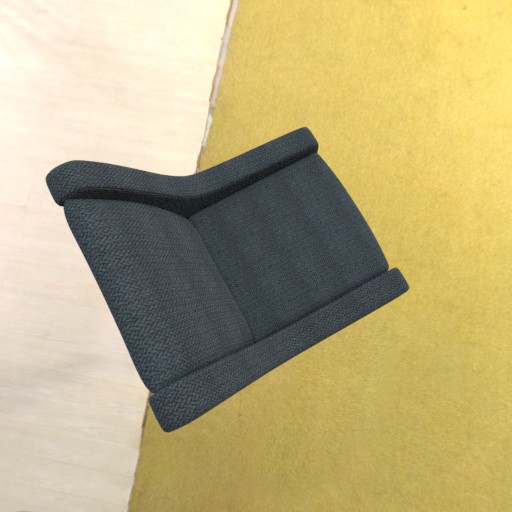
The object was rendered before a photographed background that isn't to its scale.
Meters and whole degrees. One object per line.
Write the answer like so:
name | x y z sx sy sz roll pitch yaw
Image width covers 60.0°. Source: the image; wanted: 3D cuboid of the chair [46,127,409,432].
chair | 0.000 0.000 1.684 0.944 1.012 0.793 -28 78 -7
